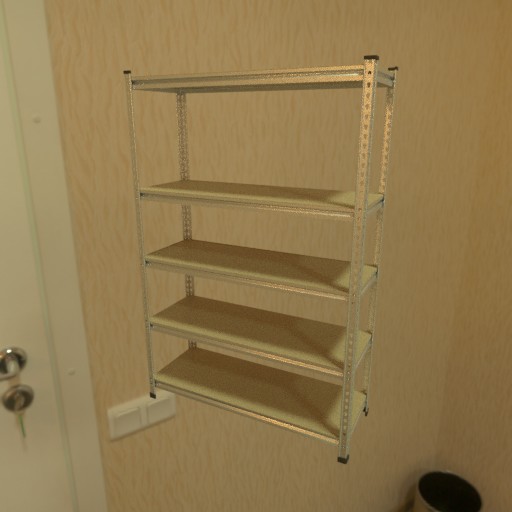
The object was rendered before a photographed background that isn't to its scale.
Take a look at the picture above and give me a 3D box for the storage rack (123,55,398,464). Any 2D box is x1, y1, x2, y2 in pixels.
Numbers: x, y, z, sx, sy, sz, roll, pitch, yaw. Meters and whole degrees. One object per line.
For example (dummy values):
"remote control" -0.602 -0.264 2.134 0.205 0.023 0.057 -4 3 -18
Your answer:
"storage rack" 0.000 0.000 2.343 1.219 1.829 0.457 9 19 26
